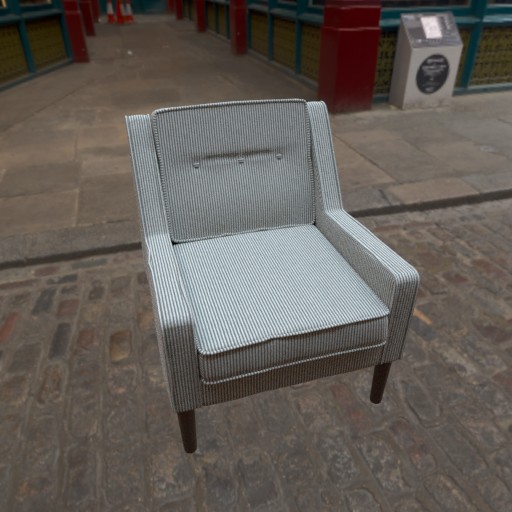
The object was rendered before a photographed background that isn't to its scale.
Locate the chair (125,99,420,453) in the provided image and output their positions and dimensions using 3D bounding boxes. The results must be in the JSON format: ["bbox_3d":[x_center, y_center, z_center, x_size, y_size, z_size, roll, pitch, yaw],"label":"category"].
[{"bbox_3d":[0.000,0.000,1.349,0.663,0.792,0.743,-9,34,-14],"label":"chair"}]
